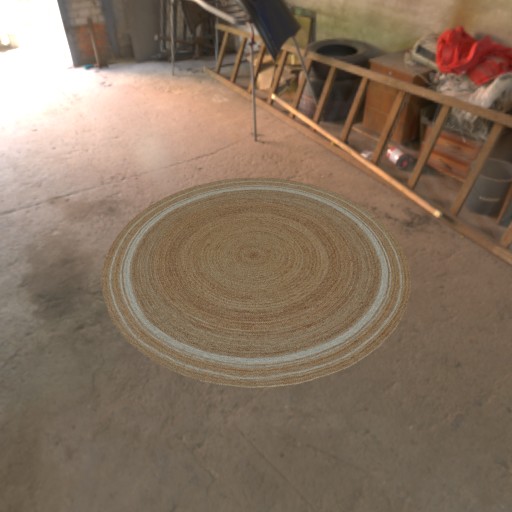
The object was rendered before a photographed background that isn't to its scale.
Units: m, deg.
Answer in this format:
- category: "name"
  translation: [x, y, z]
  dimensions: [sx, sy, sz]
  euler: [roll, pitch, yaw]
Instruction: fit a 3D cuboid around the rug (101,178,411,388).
- category: "rug"
  translation: [0.000, 0.000, 3.625]
  dimensions: [2.444, 0.015, 2.444]
  euler: [0, 41, 0]
